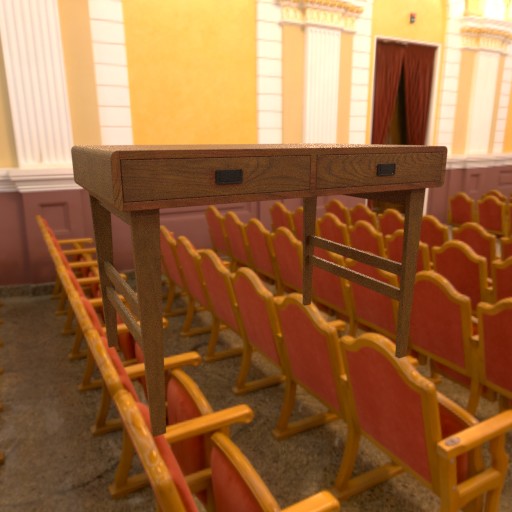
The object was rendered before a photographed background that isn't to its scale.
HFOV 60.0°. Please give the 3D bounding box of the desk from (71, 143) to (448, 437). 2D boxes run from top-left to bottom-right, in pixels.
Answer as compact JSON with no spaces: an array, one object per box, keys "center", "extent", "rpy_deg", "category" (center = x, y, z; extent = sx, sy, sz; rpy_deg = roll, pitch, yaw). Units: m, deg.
[{"center":[0.000,0.000,1.563],"extent":[1.066,0.754,0.660],"rpy_deg":[-8,17,-28],"category":"desk"}]
